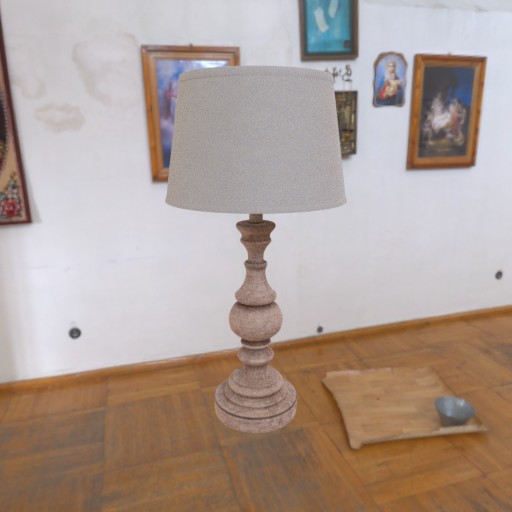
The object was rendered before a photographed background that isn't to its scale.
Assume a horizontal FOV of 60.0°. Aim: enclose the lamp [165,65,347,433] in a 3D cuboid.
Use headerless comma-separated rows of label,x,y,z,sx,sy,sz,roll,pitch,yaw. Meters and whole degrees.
lamp,0.000,0.000,0.873,0.340,0.678,0.340,0,15,0
